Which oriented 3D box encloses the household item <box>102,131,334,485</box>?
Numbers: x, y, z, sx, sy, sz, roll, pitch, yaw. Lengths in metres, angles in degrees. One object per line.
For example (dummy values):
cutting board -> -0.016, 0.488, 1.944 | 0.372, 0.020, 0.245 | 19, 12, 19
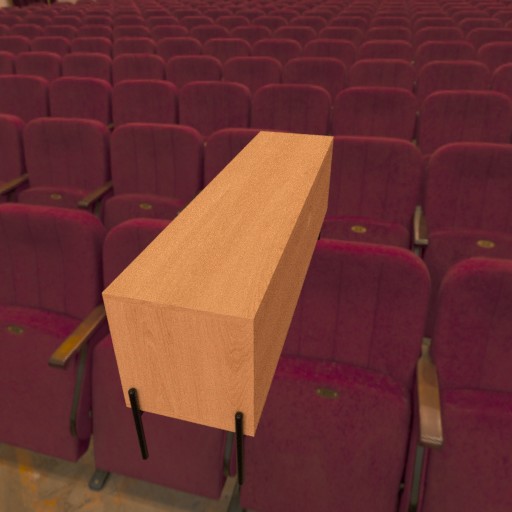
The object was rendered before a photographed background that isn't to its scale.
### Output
household item -> 0.000, 0.000, 1.807 | 0.400, 0.600, 1.550 | 8, 32, 13
